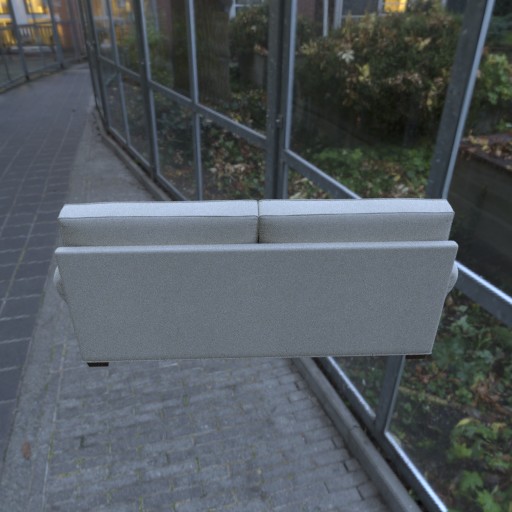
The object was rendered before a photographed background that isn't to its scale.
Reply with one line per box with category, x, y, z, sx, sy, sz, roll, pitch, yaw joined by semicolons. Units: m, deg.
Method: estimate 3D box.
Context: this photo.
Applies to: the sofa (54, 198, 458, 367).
sofa;0.000;0.000;2.700;2.146;0.962;0.901;-1;30;-2
